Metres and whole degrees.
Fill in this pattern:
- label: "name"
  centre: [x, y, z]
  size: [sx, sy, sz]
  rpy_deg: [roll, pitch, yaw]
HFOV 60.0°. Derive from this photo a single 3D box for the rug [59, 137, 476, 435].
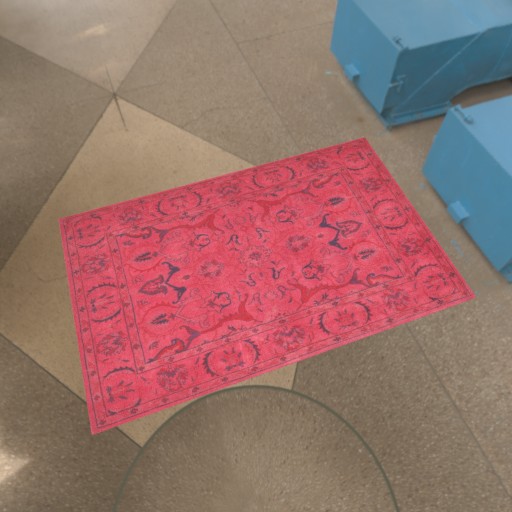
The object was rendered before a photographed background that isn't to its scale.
- label: "rug"
  centre: [0.000, 0.000, 2.977]
  size: [2.423, 0.010, 1.534]
  rpy_deg: [-17, 60, -10]
